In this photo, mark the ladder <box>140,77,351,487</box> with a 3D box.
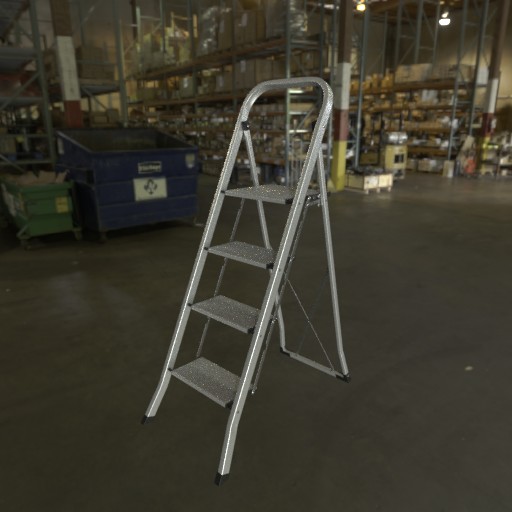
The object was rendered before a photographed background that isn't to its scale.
[{"bbox_3d":[0.000,0.000,1.693,0.465,1.290,0.830,15,22,42],"label":"ladder"}]
